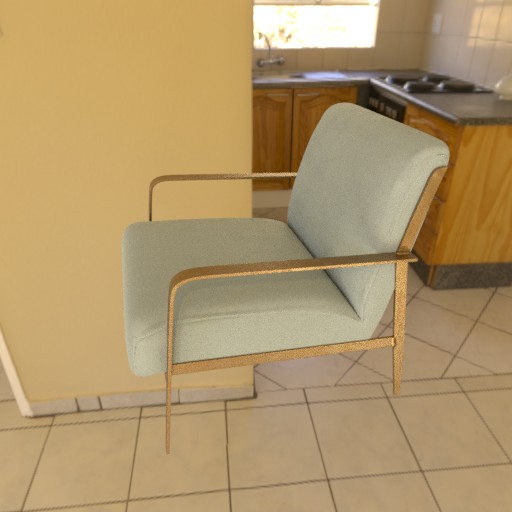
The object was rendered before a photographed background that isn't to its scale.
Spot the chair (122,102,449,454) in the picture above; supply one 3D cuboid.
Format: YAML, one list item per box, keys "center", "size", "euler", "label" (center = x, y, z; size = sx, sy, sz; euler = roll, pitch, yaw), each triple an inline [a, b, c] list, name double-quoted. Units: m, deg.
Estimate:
- center: [0.000, 0.000, 1.424]
  size: [0.842, 0.824, 0.701]
  euler: [-8, 31, -14]
  label: "chair"
